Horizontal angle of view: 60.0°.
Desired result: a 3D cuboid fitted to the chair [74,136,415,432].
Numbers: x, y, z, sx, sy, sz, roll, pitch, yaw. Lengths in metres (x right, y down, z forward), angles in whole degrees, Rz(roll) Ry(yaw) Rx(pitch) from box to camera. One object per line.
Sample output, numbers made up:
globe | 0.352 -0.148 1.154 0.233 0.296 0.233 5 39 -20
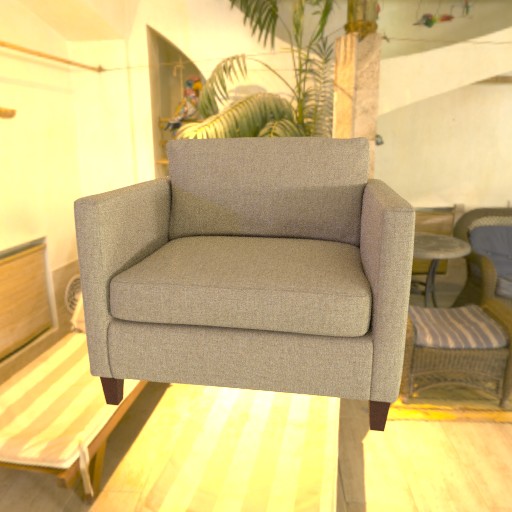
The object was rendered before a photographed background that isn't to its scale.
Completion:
chair | 0.000 0.000 1.847 1.107 0.961 0.959 2 15 9
